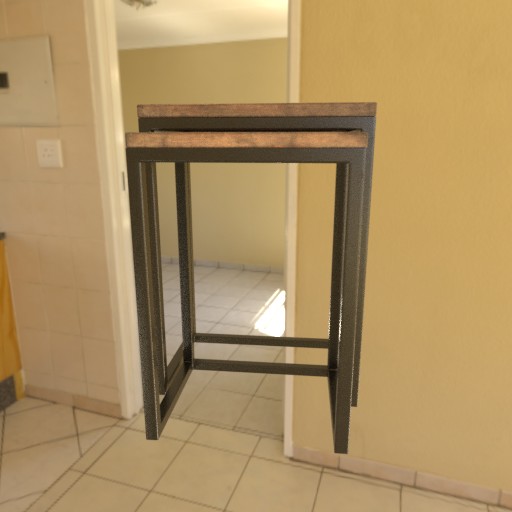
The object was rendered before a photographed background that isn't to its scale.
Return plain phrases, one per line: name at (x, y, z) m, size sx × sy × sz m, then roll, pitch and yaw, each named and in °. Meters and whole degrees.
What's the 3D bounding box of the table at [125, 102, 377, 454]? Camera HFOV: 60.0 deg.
table at (0.000, 0.000, 0.958) m, size 0.456 × 0.615 × 0.460 m, roll 2°, pitch 15°, yaw 8°
